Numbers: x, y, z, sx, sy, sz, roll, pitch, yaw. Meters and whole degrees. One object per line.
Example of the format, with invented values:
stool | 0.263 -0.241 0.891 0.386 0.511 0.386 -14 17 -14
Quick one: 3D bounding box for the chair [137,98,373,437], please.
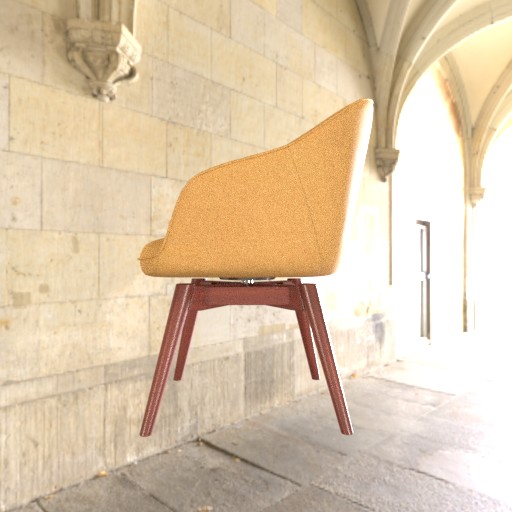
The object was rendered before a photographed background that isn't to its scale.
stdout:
chair | 0.000 0.000 1.258 0.635 0.823 0.596 0 0 -1
